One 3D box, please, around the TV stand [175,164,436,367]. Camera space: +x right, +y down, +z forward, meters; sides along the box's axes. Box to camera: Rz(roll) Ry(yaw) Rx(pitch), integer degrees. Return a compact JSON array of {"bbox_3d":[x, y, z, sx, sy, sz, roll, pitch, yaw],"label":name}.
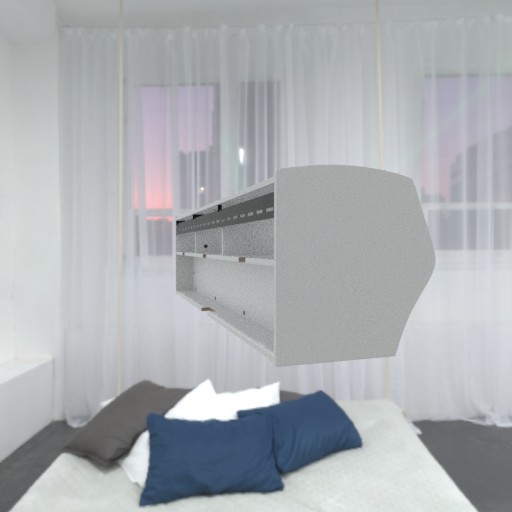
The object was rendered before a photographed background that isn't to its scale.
[{"bbox_3d":[0.000,0.000,1.668,0.397,0.424,1.473,0,1,-18],"label":"TV stand"}]
